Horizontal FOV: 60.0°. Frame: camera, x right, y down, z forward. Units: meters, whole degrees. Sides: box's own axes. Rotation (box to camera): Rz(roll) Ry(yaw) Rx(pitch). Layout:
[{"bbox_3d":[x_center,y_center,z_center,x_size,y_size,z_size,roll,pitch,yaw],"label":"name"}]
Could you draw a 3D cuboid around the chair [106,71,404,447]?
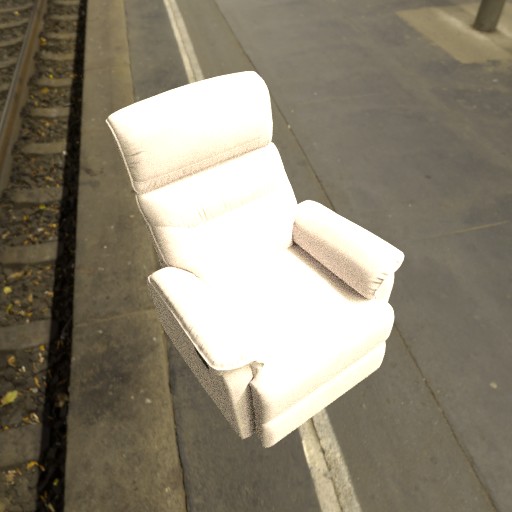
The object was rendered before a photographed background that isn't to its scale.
[{"bbox_3d":[0.000,0.000,1.718,0.820,1.039,1.001,-27,52,-23],"label":"chair"}]
